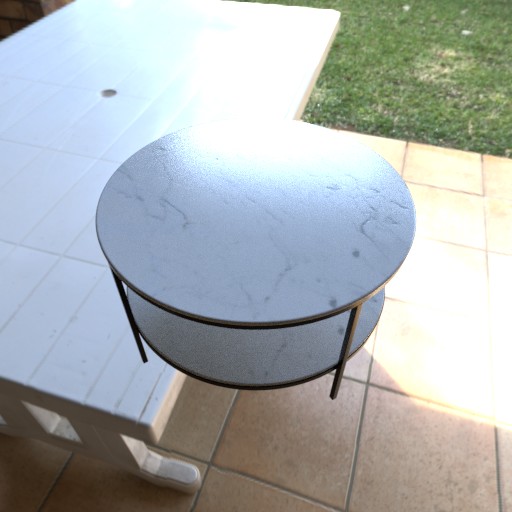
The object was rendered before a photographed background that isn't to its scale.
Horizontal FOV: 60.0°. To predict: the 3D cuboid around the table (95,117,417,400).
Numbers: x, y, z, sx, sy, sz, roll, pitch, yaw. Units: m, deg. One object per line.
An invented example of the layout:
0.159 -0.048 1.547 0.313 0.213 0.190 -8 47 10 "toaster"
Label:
0.000 0.000 1.297 0.800 0.450 0.800 0 46 0 "table"
